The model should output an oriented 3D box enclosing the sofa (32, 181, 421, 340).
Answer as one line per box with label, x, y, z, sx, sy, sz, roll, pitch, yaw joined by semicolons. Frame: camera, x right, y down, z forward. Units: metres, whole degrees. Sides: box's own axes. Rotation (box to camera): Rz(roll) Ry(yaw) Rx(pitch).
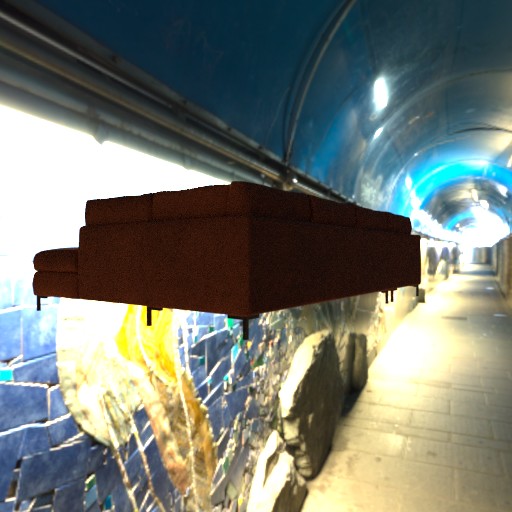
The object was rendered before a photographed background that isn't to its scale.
sofa;0.000;0.000;3.616;1.879;0.757;2.736;0;0;36
